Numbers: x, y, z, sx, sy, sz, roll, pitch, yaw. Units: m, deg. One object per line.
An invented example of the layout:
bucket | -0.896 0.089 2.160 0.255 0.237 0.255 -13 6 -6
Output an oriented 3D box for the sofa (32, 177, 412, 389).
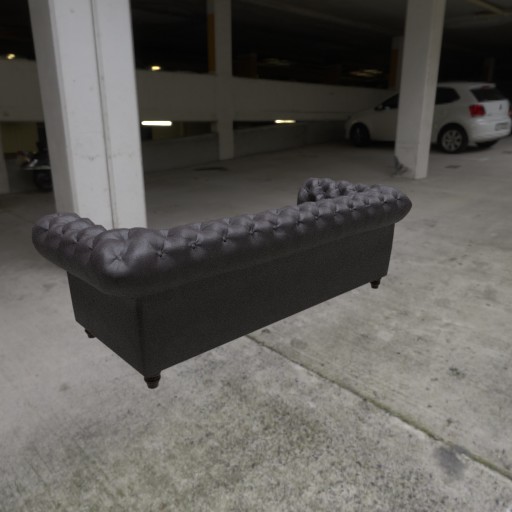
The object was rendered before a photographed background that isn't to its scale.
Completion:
sofa | 0.000 0.000 2.848 2.385 0.783 0.944 -15 23 -40
